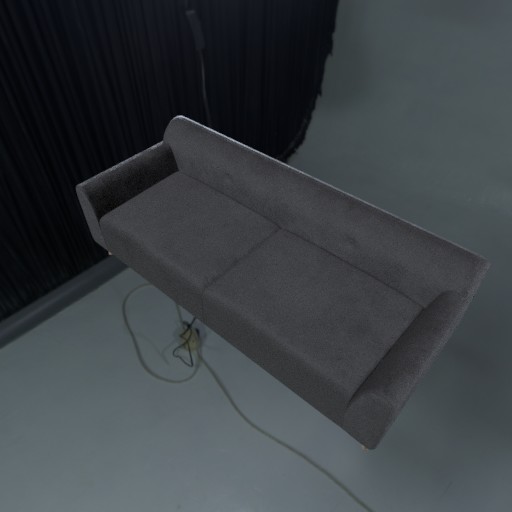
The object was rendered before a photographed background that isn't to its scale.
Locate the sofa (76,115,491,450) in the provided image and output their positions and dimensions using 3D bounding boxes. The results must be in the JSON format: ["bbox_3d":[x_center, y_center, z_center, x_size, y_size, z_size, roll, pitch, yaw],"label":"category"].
[{"bbox_3d":[0.000,0.000,2.597,2.190,0.740,0.900,32,53,28],"label":"sofa"}]
